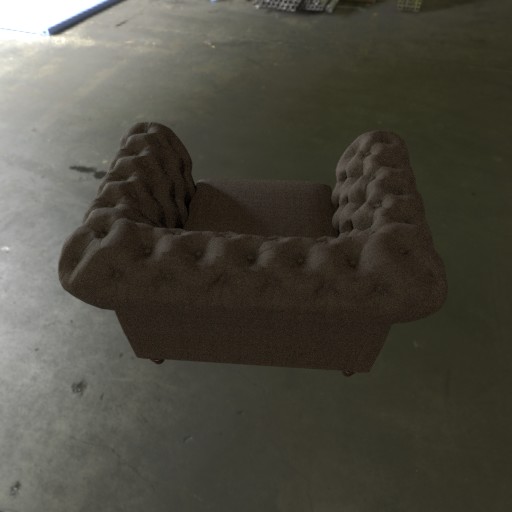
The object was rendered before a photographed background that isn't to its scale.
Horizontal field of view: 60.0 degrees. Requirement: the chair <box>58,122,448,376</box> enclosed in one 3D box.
[{"bbox_3d":[0.000,0.000,1.892,1.298,0.780,0.945,3,46,3],"label":"chair"}]
